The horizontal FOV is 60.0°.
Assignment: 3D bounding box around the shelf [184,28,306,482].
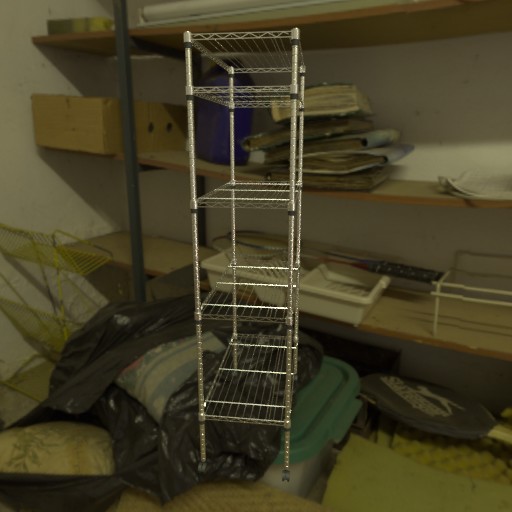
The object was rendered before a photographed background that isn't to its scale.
[{"bbox_3d":[0.000,0.000,1.869,0.356,1.587,0.762,2,15,7],"label":"shelf"}]
